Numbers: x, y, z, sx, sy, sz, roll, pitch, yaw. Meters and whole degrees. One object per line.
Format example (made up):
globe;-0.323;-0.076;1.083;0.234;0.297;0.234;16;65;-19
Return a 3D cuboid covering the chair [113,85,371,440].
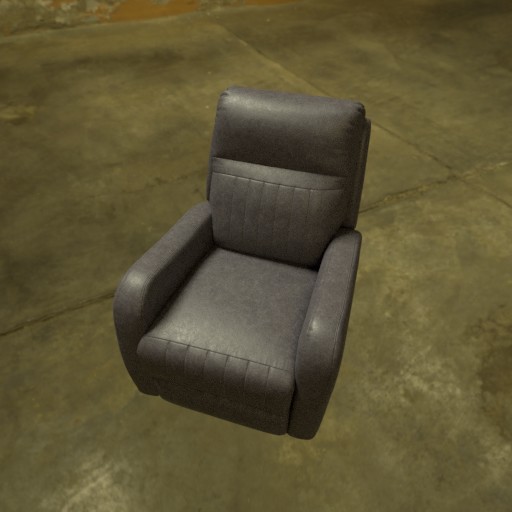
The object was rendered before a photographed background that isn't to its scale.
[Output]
chair;0.000;0.000;1.851;0.865;1.067;1.067;12;42;14
